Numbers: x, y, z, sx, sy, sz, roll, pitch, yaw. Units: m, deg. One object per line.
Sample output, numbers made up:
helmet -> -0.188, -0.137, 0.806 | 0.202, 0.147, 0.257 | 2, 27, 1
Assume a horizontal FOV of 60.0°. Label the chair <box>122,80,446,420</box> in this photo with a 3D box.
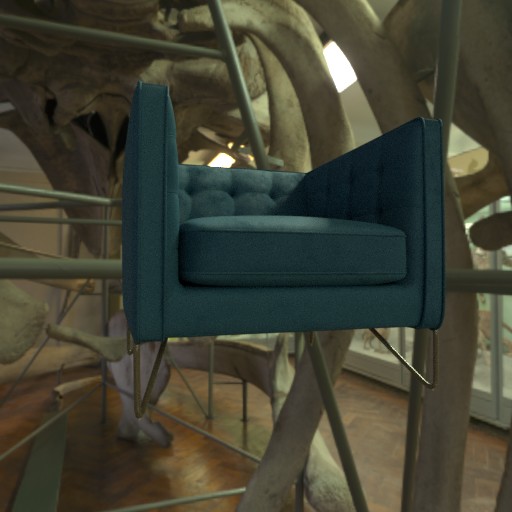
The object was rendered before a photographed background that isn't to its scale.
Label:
chair -> 0.000, 0.000, 1.531 | 0.880, 0.790, 0.894 | 1, -2, -18
